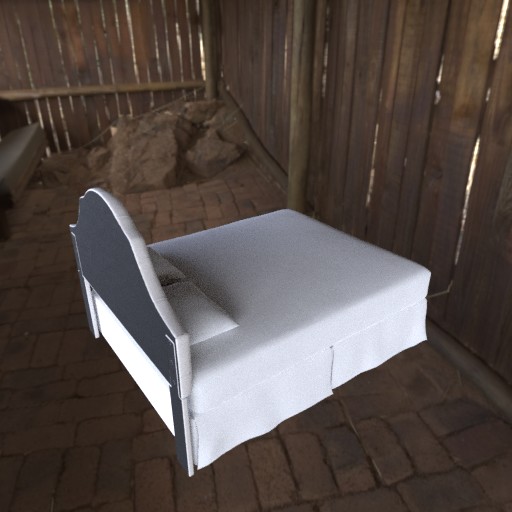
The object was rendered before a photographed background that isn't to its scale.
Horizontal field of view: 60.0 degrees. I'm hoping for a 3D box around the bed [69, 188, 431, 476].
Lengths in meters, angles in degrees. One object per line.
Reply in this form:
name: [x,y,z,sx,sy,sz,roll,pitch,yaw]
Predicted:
bed: [0.000,0.000,3.800,2.477,1.617,2.039,-18,31,-32]
